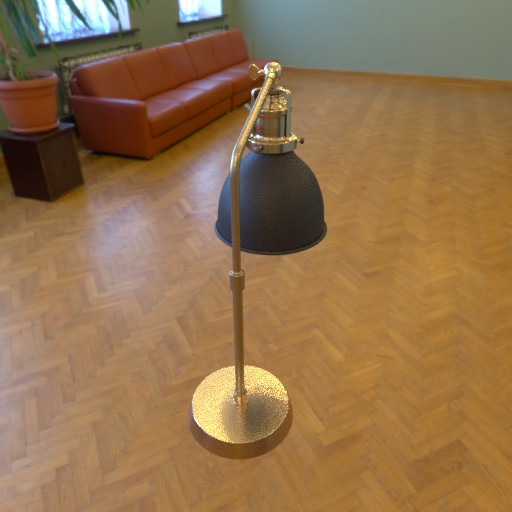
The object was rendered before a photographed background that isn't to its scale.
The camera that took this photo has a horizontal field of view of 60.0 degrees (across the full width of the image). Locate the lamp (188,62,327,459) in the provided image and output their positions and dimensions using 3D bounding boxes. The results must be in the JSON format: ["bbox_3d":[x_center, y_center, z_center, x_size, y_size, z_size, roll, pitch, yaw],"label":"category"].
[{"bbox_3d":[0.000,0.000,0.585,0.160,0.456,0.291,10,33,16],"label":"lamp"}]
